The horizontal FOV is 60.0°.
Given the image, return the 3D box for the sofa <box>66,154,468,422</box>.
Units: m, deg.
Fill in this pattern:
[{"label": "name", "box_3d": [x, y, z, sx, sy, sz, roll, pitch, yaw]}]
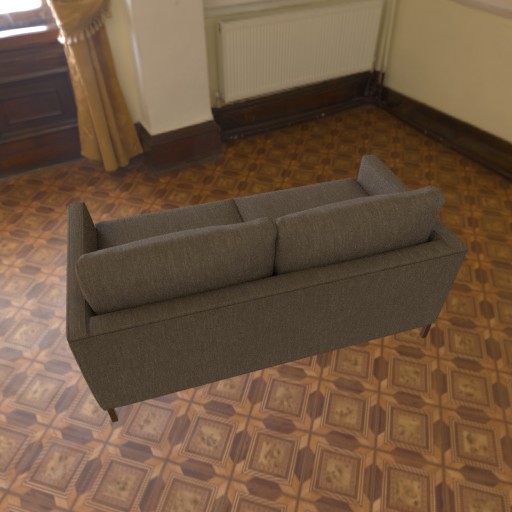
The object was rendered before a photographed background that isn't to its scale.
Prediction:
[{"label": "sofa", "box_3d": [0.000, 0.000, 2.161, 1.682, 0.840, 0.875, -12, 44, -13]}]
